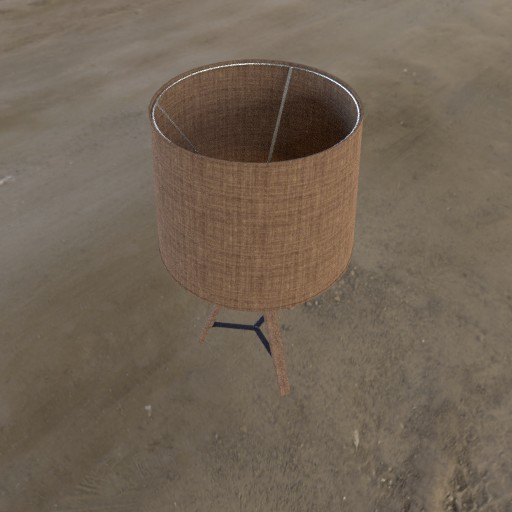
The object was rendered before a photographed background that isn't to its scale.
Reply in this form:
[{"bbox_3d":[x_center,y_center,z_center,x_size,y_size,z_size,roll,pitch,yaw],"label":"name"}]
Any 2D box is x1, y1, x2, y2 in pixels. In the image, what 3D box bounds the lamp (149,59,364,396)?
[{"bbox_3d":[0.000,0.000,0.702,0.290,0.514,0.290,0,46,0],"label":"lamp"}]
